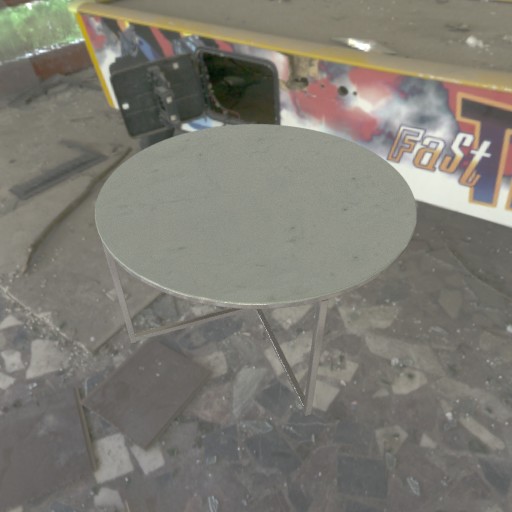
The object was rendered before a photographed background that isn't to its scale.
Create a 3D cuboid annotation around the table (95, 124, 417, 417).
[{"bbox_3d":[0.000,0.000,1.288,0.800,0.450,0.800,0,40,0],"label":"table"}]
